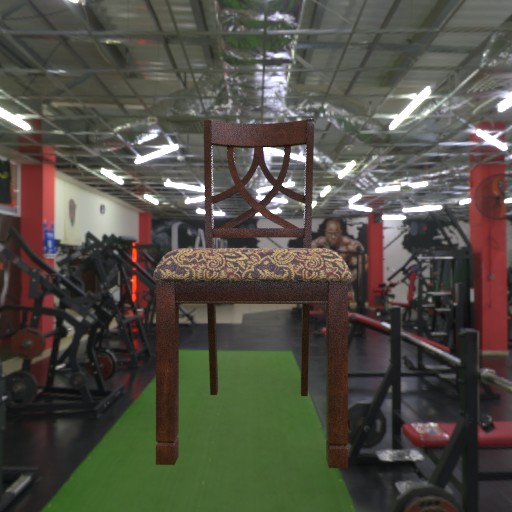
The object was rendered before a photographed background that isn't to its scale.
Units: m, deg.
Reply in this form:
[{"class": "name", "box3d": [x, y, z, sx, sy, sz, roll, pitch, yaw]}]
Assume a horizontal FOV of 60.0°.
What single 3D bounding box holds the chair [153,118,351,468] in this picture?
[{"class": "chair", "box3d": [0.000, 0.000, 1.291, 0.457, 0.965, 0.584, 0, 0, 2]}]
